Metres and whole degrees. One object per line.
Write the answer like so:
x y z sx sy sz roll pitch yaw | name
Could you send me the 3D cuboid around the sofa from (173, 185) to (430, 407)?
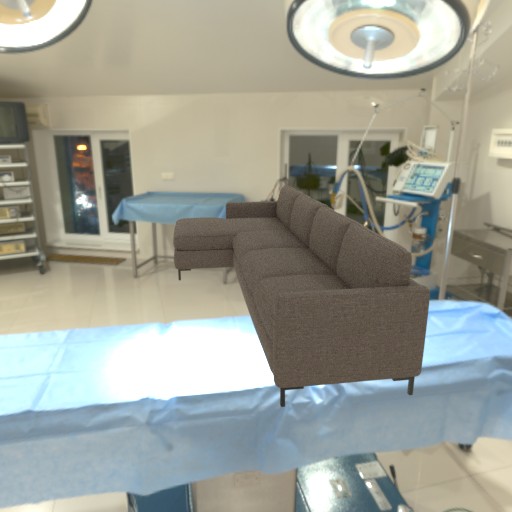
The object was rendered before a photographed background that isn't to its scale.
0.000 0.000 3.297 1.258 0.754 2.731 -2 16 -8 | sofa
